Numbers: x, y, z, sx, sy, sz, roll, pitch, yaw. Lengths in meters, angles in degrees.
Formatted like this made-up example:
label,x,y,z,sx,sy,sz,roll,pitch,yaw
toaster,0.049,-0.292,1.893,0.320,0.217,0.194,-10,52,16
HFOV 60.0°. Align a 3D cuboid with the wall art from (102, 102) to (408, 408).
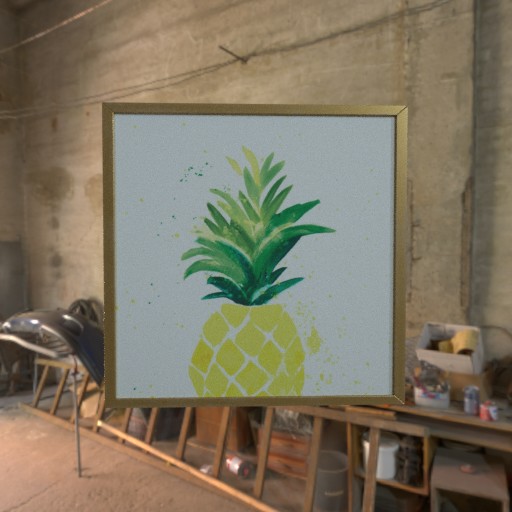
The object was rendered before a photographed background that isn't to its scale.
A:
label,x,y,z,sx,sy,sz,roll,pitch,yaw
wall art,0.000,0.000,0.466,0.306,0.305,0.038,0,2,-2
